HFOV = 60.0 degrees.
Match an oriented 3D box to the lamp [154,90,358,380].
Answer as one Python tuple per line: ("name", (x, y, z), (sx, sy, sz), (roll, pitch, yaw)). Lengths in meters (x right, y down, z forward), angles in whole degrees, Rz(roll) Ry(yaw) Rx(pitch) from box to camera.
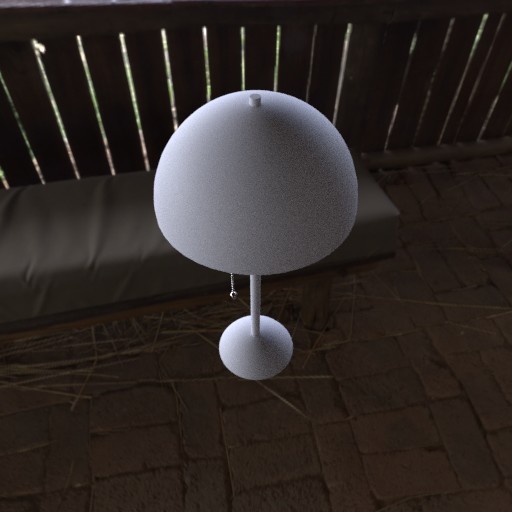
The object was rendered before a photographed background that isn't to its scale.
("lamp", (0.000, 0.000, 0.433), (0.171, 0.330, 0.171), (0, 47, 0))
